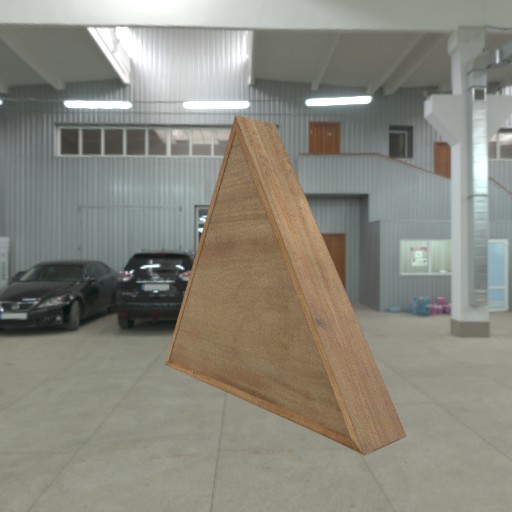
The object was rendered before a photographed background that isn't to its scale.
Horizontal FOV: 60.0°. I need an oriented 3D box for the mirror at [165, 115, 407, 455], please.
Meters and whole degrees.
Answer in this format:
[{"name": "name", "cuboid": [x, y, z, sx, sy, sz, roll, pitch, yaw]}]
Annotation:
[{"name": "mirror", "cuboid": [0.000, 0.000, 0.892, 0.100, 0.548, 0.631, 0, 0, -37]}]
